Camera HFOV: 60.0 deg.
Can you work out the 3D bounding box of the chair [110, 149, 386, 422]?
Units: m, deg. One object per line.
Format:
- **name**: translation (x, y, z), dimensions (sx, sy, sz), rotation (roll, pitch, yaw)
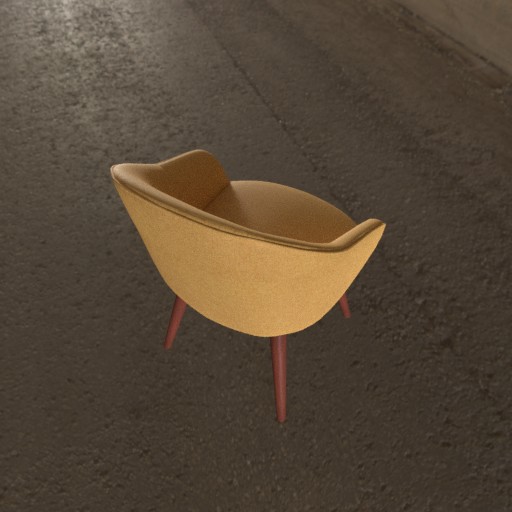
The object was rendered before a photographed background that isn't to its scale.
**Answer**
- **chair**: translation (0.000, 0.000, 1.273), dimensions (0.596, 0.823, 0.635), rotation (26, 52, 22)
